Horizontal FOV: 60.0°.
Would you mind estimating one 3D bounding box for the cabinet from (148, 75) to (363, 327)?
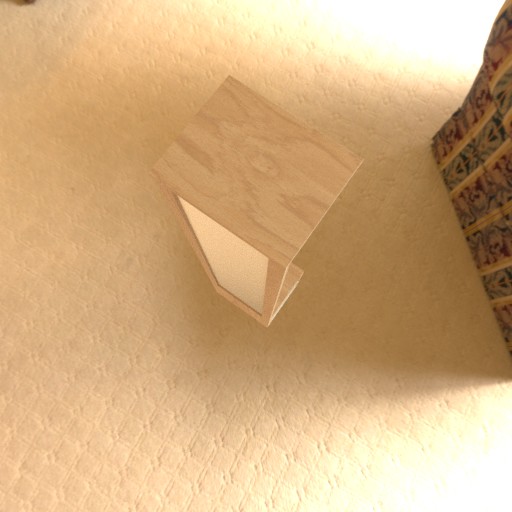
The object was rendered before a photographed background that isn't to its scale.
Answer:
[{"bbox_3d":[0.000,0.000,2.000,0.411,1.879,0.338,35,79,8],"label":"cabinet"}]
